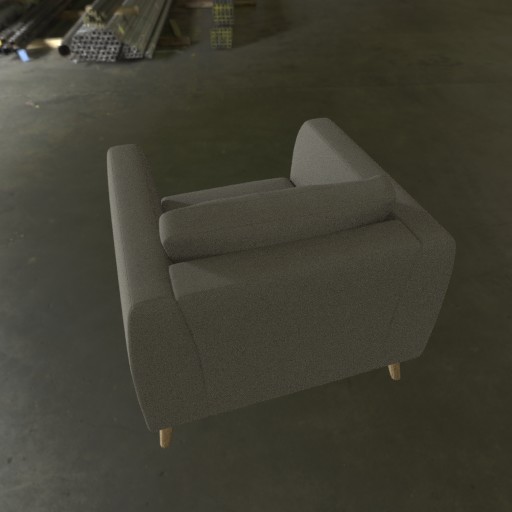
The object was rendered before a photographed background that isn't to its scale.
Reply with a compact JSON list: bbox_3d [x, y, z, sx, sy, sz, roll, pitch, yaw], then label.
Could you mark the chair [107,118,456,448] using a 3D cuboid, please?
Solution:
[{"bbox_3d":[0.000,0.000,1.684,1.000,0.860,0.930,-12,42,-13],"label":"chair"}]
